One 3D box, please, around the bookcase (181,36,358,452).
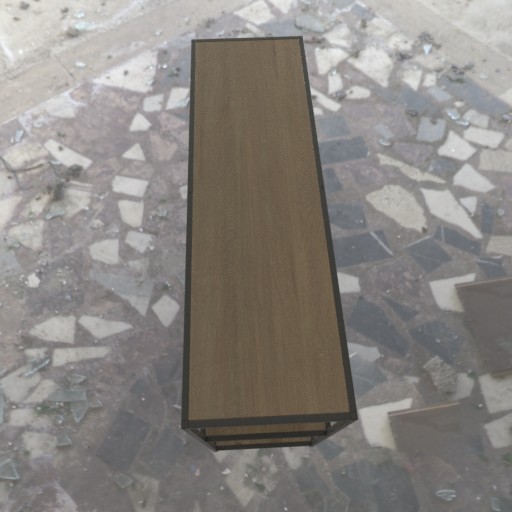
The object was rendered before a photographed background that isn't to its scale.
[{"bbox_3d":[0.000,0.000,1.476,0.350,0.780,1.140,-2,63,-1],"label":"bookcase"}]
